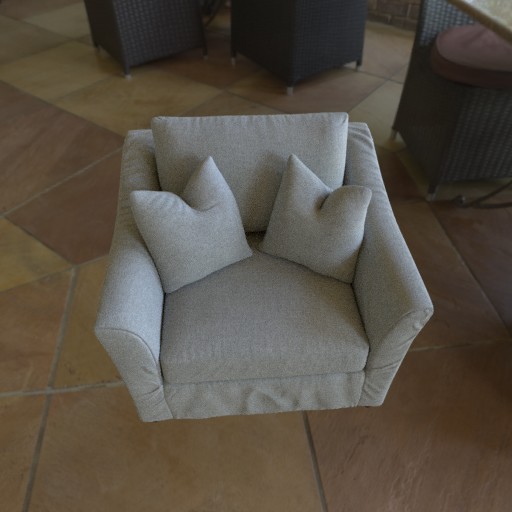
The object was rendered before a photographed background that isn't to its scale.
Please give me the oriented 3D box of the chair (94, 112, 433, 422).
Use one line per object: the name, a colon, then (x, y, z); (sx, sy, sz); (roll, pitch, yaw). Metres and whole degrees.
chair: (0.000, 0.000, 2.031); (1.194, 1.059, 1.071); (-3, 45, -3)
